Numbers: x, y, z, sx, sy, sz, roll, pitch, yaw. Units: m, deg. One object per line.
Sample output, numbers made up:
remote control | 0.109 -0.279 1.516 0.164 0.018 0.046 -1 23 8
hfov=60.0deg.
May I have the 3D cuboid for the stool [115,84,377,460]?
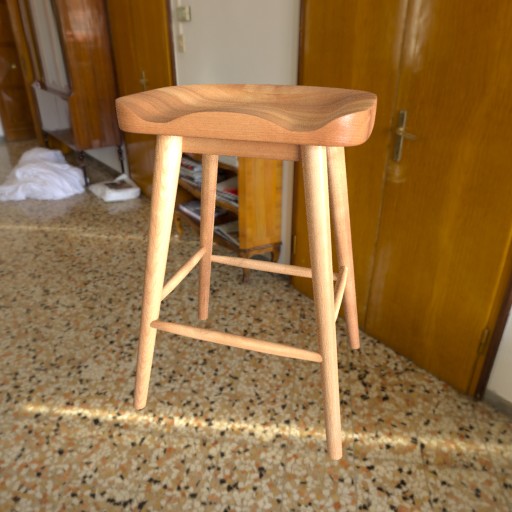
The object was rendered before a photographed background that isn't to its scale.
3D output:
stool | 0.000 0.000 0.889 0.440 0.615 0.361 8 28 15
